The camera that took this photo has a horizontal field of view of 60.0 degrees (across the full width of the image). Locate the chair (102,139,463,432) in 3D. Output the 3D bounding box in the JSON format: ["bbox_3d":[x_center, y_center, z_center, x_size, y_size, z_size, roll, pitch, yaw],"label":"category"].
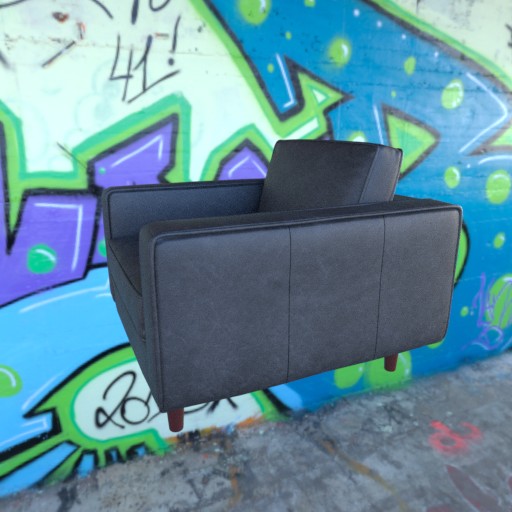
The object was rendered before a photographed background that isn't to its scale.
[{"bbox_3d":[0.000,0.000,1.508,0.914,0.763,0.889,-7,17,-24],"label":"chair"}]
